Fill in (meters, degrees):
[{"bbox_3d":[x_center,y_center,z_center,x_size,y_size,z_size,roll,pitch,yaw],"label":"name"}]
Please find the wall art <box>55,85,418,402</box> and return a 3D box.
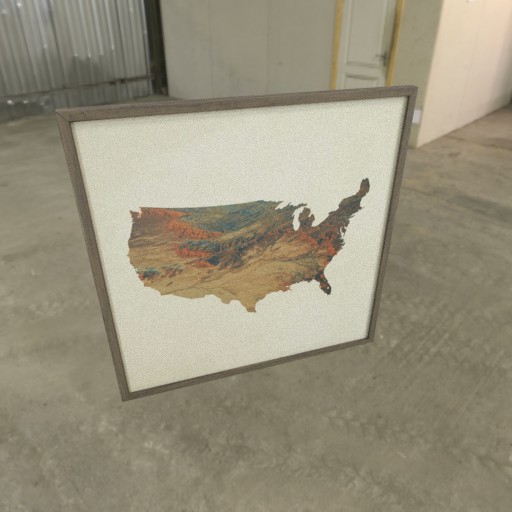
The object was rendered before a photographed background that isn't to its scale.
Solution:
[{"bbox_3d":[0.000,0.000,0.733,0.508,0.507,0.016,-10,33,-15],"label":"wall art"}]
